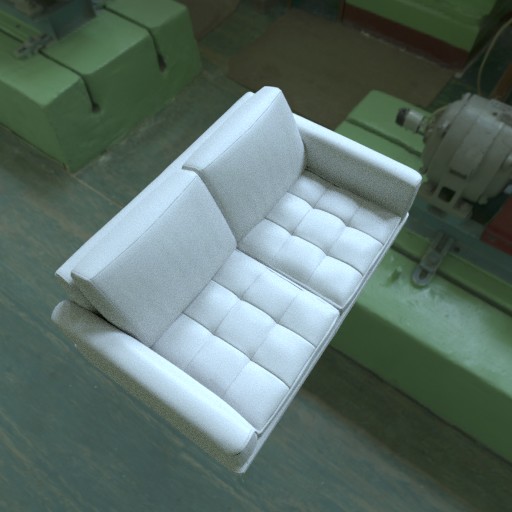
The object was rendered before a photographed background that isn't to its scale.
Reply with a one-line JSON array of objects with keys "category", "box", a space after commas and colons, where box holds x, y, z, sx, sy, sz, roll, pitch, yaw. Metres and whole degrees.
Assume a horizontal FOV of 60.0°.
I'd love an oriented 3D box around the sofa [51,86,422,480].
[{"category": "sofa", "box": [0.000, 0.000, 2.368, 1.121, 0.930, 1.819, 31, 64, 17]}]
